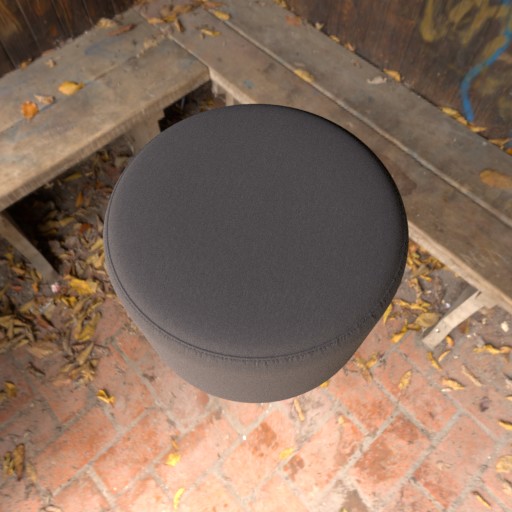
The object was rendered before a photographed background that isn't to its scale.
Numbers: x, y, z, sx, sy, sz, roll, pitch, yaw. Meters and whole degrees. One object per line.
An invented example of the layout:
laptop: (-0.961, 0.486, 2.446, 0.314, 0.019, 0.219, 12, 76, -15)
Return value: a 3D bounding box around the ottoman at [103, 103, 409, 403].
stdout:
ottoman: (0.000, 0.000, 1.027, 0.608, 0.433, 0.608, 0, 63, 0)
